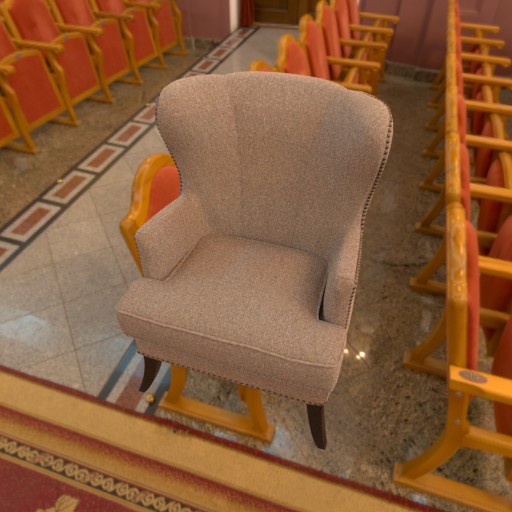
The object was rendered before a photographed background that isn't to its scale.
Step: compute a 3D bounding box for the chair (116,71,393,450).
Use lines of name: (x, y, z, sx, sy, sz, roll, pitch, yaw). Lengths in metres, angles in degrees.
chair: (0.000, 0.000, 1.589, 0.759, 1.060, 0.758, 12, 42, 14)
